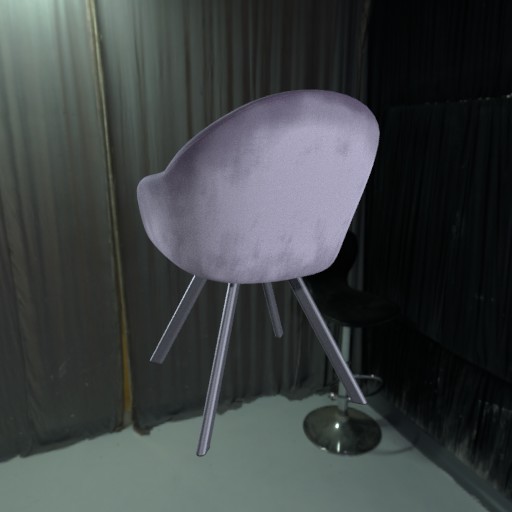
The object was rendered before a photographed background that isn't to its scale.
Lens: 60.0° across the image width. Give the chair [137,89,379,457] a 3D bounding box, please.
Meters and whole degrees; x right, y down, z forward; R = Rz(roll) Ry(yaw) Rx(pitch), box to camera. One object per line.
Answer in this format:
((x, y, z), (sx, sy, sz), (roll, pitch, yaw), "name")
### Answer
((0.000, 0.000, 1.187), (0.550, 0.795, 0.590), (-7, 17, -24), "chair")
